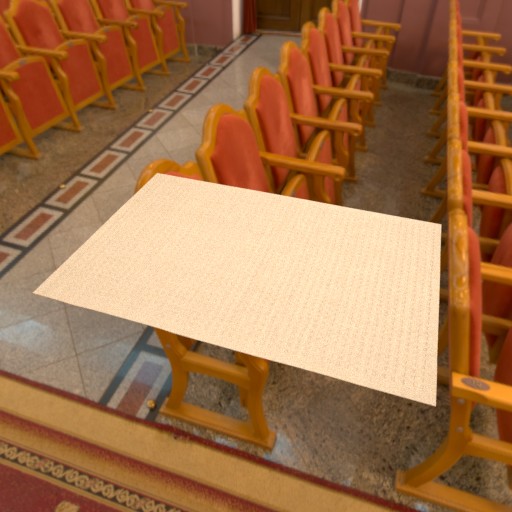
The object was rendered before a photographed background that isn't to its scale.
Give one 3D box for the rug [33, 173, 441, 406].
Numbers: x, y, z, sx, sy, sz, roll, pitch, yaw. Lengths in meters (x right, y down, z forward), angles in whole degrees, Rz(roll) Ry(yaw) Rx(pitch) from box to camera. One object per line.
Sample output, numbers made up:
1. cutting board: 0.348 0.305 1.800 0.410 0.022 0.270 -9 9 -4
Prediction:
1. rug: 0.000 0.000 2.899 2.289 0.006 1.523 12 41 14
